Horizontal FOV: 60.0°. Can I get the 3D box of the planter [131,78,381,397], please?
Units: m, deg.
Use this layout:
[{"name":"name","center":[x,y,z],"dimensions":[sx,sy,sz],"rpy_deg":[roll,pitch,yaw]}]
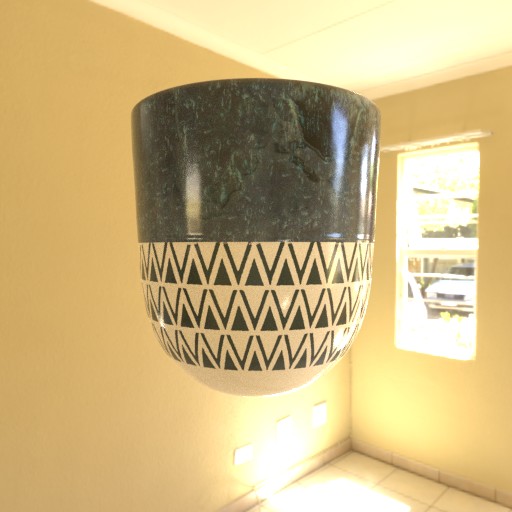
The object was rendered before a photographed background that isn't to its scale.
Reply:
[{"name":"planter","center":[0.000,0.000,0.360],"dimensions":[0.195,0.214,0.195],"rpy_deg":[0,1,0]}]
